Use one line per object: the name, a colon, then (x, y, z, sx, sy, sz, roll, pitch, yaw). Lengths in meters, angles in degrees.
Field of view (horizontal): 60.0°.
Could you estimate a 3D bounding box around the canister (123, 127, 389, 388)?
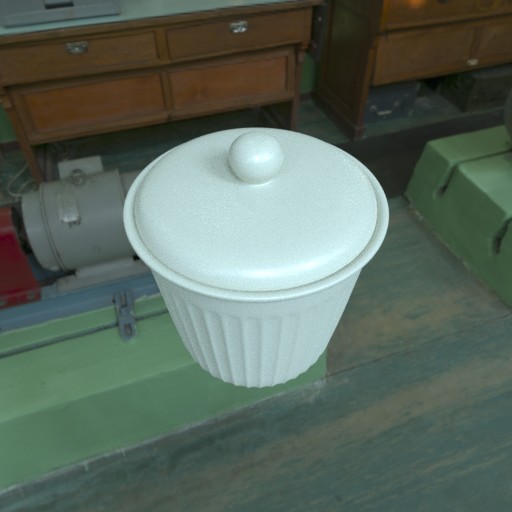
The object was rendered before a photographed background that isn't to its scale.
canister: (0.000, 0.000, 0.350, 0.181, 0.211, 0.181, 0, 46, 0)
